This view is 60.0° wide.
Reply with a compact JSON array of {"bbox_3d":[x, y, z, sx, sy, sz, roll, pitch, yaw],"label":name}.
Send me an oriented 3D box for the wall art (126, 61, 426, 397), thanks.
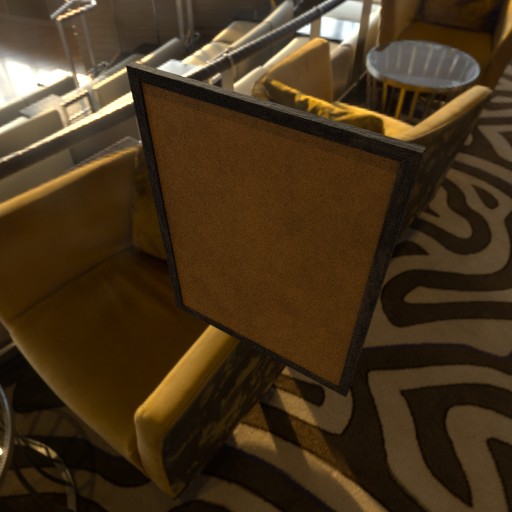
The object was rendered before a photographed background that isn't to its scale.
[{"bbox_3d":[0.000,0.000,1.441,0.812,1.066,0.029,24,51,21],"label":"wall art"}]
